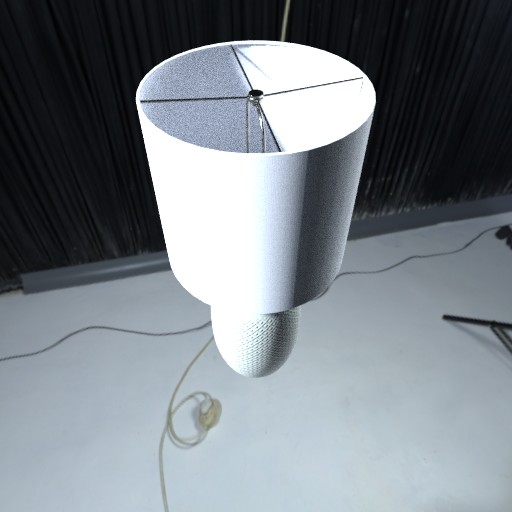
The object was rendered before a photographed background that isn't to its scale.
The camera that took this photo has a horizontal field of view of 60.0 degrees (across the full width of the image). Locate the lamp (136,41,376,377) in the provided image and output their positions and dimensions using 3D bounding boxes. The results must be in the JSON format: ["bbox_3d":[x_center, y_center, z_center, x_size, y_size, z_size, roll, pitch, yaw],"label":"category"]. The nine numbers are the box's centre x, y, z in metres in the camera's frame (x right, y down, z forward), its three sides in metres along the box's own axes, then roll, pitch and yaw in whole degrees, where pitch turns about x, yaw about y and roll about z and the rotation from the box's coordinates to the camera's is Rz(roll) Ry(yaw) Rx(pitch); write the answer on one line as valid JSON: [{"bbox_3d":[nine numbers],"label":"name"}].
[{"bbox_3d":[0.000,0.000,0.572,0.217,0.453,0.217,-9,48,-9],"label":"lamp"}]
